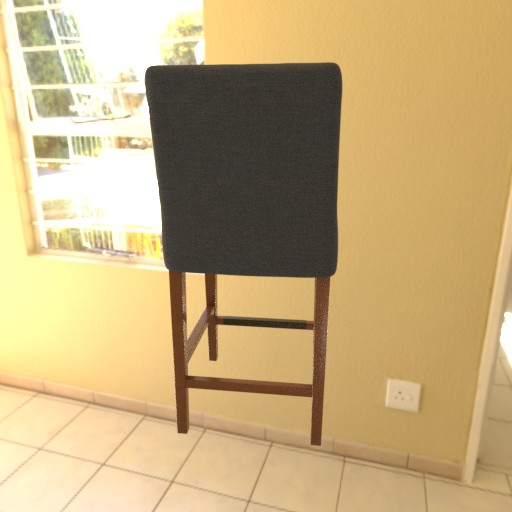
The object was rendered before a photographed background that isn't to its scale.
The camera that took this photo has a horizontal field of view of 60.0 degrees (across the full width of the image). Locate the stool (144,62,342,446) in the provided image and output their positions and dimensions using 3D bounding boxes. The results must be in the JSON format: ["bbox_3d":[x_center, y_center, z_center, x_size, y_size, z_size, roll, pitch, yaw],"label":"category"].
[{"bbox_3d":[0.000,0.000,1.295,0.470,0.981,0.577,2,17,7],"label":"stool"}]
